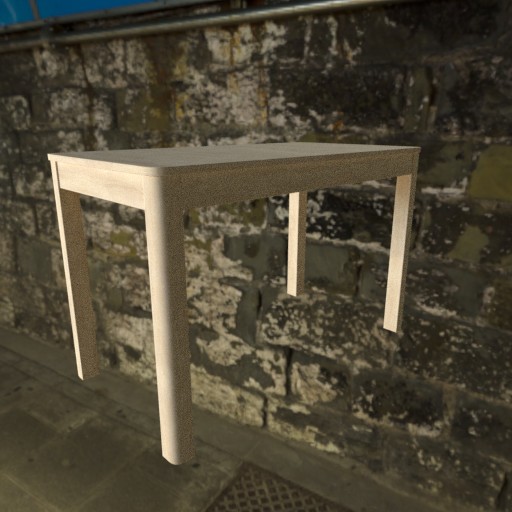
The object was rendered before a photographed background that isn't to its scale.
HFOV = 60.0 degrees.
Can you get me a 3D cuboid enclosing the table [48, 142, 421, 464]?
[{"bbox_3d":[0.000,0.000,1.930,1.400,0.900,0.750,-15,23,-42],"label":"table"}]
